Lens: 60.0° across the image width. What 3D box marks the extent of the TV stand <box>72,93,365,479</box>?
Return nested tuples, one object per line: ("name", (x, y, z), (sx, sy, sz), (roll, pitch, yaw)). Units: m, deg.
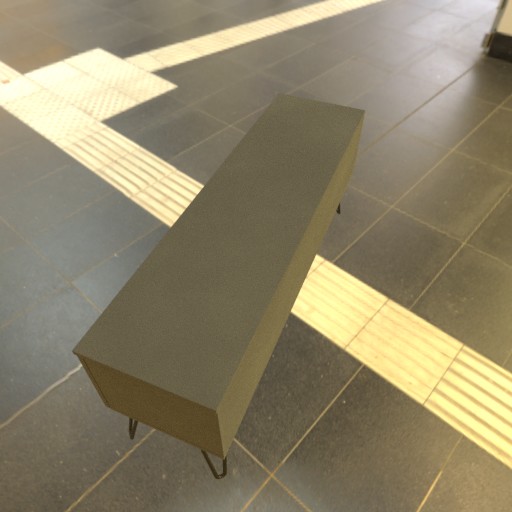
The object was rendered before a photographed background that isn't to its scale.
("TV stand", (0.000, 0.000, 1.659), (0.400, 0.560, 1.400), (17, 49, 15))
